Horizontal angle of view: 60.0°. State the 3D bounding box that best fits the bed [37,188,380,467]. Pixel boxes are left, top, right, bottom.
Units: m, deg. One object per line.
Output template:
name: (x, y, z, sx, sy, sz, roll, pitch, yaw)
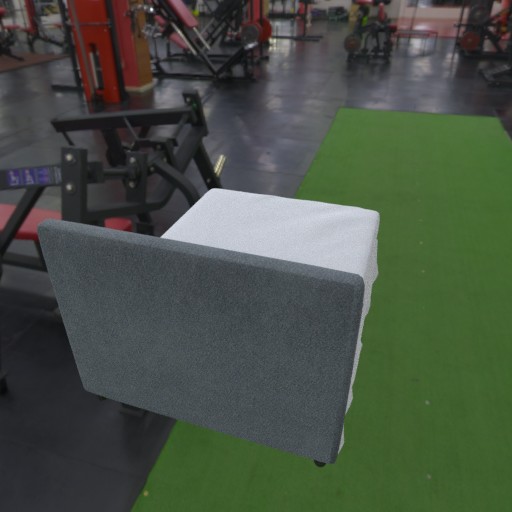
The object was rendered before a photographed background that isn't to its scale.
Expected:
bed: (0.000, 0.000, 3.201, 1.713, 1.330, 2.142, 10, 34, 16)
